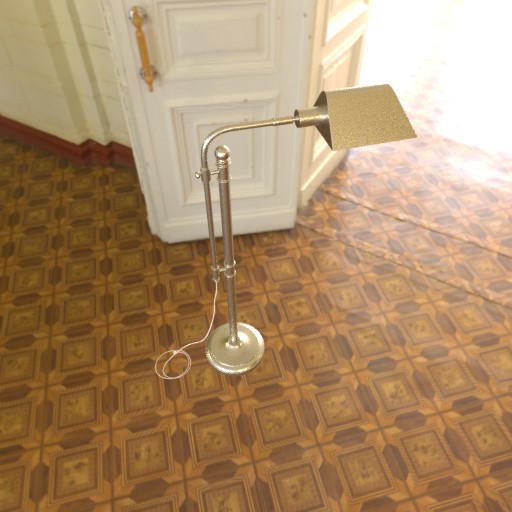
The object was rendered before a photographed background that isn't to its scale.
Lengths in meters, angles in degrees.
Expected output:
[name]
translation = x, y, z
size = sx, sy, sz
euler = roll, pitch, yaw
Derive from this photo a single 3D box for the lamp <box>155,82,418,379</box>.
[lamp]
translation = 0.000, 0.000, 0.954
size = 0.546, 0.708, 0.159
euler = -11, 48, -10
